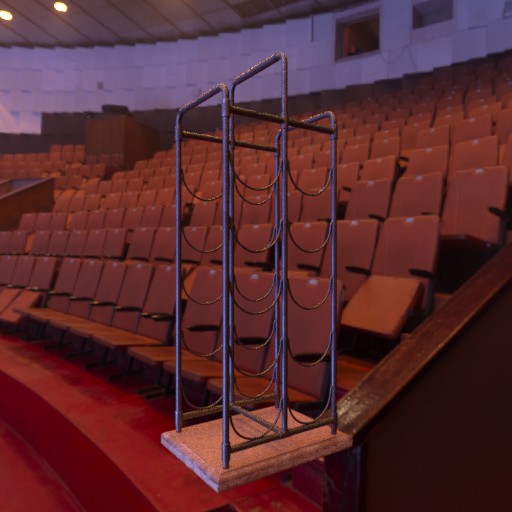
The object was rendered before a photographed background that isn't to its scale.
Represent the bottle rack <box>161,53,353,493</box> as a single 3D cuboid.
[{"bbox_3d":[0.000,0.000,0.796,0.276,0.680,0.208,0,0,-35],"label":"bottle rack"}]
